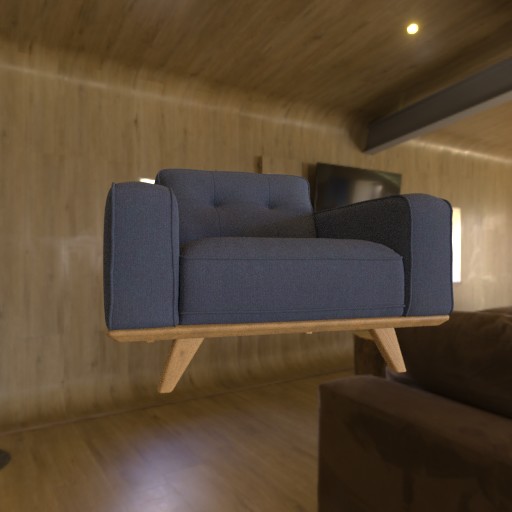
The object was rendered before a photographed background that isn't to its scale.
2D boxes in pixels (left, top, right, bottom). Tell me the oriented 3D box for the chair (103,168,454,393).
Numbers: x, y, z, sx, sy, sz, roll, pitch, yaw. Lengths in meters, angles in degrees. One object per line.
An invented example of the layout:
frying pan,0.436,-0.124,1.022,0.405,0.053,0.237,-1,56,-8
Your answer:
chair,0.000,0.000,1.752,1.118,0.783,0.953,0,0,-17
